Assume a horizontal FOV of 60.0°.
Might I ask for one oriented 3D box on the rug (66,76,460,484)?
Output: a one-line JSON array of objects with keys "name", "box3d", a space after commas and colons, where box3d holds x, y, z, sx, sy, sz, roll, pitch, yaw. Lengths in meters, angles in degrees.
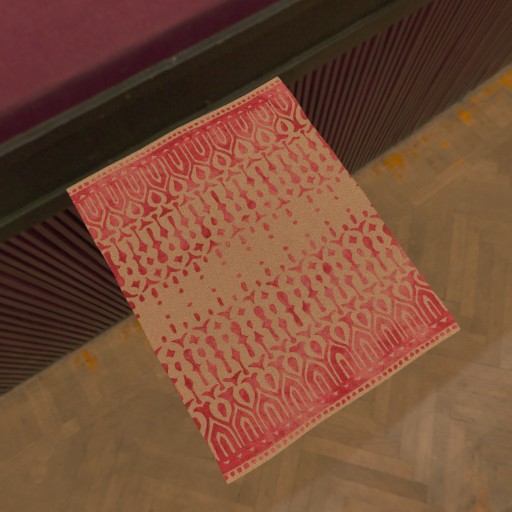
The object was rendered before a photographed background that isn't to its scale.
[{"name": "rug", "box3d": [0.000, 0.000, 4.125, 2.441, 0.016, 3.095, -31, 77, -8]}]
